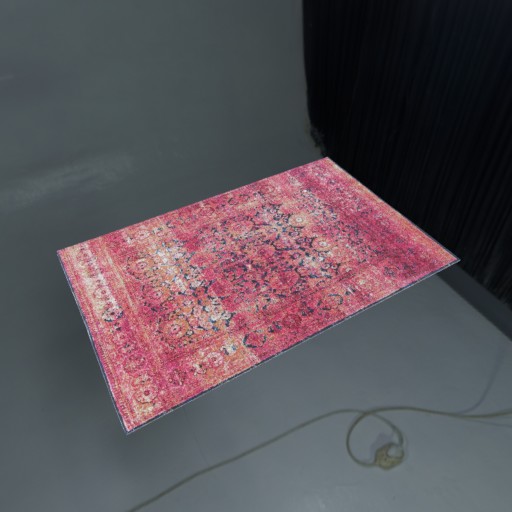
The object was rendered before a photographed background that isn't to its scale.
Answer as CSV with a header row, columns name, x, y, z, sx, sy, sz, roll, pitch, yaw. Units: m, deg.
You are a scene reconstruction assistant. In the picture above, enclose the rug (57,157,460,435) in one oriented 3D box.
name,x,y,z,sx,sy,sz,roll,pitch,yaw
rug,0.000,0.000,3.158,2.449,0.018,1.539,-23,49,-21
